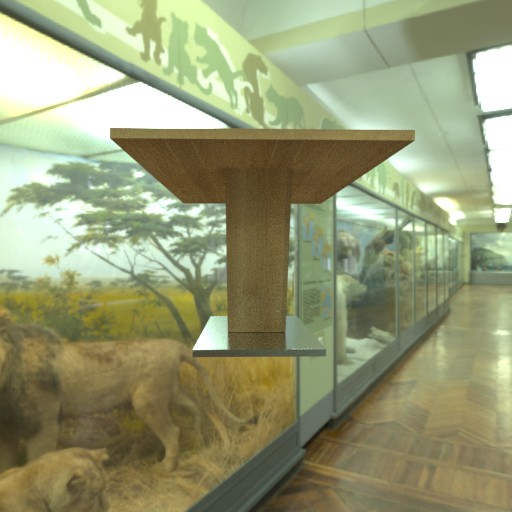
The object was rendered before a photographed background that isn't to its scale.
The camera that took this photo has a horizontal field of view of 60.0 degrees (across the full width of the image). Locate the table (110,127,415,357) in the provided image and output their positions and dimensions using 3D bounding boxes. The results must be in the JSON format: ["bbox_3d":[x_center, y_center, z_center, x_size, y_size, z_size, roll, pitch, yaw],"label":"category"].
[{"bbox_3d":[0.000,0.000,2.105,0.900,0.750,1.600,0,0,-2],"label":"table"}]
